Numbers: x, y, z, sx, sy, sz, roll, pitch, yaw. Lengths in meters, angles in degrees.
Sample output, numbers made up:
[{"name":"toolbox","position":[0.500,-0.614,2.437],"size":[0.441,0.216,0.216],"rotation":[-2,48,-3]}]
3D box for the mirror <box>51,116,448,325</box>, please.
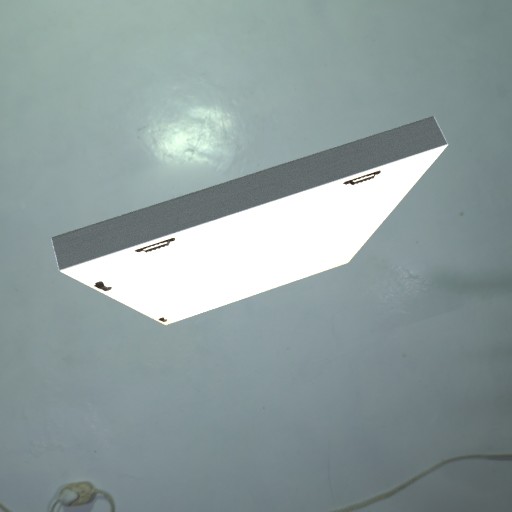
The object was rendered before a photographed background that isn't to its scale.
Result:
[{"name":"mirror","position":[0.000,0.000,0.686],"size":[0.406,0.509,0.041],"rotation":[-18,76,-5]}]
